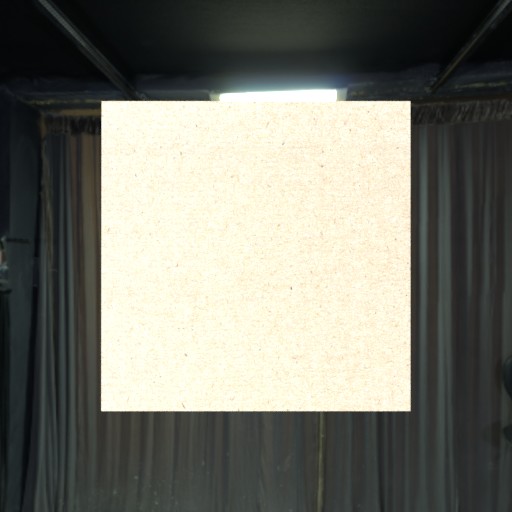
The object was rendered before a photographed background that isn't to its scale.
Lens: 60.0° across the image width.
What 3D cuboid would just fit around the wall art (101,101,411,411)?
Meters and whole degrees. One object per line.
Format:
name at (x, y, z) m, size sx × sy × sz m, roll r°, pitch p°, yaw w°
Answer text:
wall art at (0.000, 0.000, 1.124) m, size 0.773 × 0.775 × 0.031 m, roll 0°, pitch 0°, yaw 0°
